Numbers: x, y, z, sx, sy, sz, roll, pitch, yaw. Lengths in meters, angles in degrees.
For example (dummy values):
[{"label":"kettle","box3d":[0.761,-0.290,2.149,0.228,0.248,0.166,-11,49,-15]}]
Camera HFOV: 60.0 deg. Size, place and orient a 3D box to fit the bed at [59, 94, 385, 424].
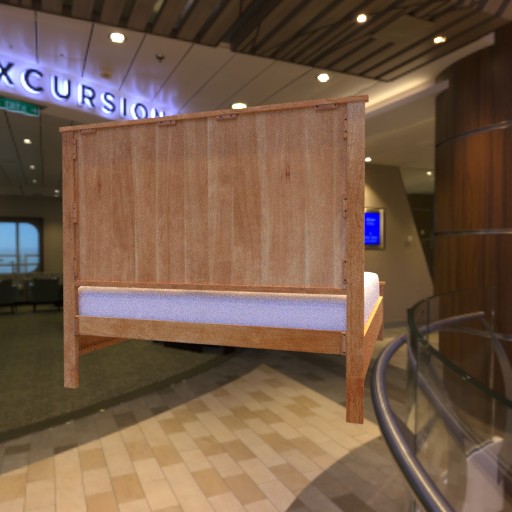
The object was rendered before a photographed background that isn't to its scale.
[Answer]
[{"label":"bed","box3d":[0.000,0.000,4.147,2.225,1.938,2.530,0,1,19]}]
